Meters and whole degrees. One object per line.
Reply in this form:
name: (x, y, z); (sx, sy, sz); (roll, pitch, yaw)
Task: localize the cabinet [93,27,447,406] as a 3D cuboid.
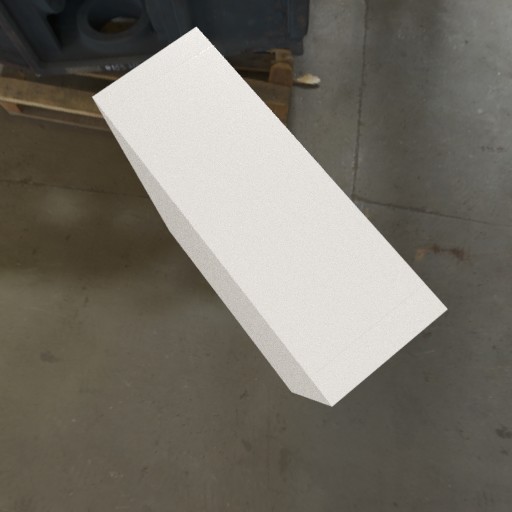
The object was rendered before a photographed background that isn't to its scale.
cabinet: (0.000, 0.000, 1.646); (0.348, 1.150, 0.990); (-37, 78, -9)
